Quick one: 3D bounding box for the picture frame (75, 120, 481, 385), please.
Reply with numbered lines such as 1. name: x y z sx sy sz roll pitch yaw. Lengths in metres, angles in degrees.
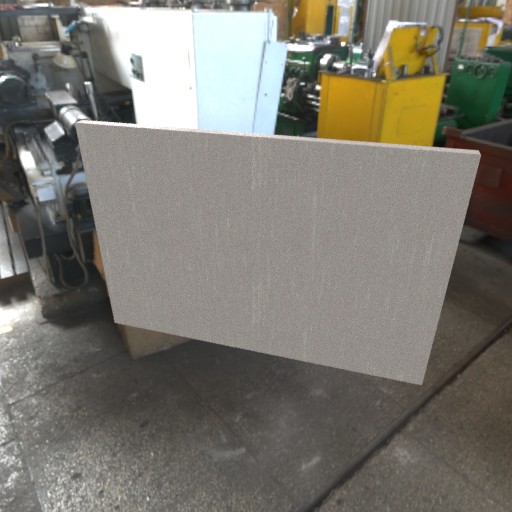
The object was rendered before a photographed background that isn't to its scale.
1. picture frame: 0.000 0.000 1.178 0.950 0.640 0.029 8 31 14
